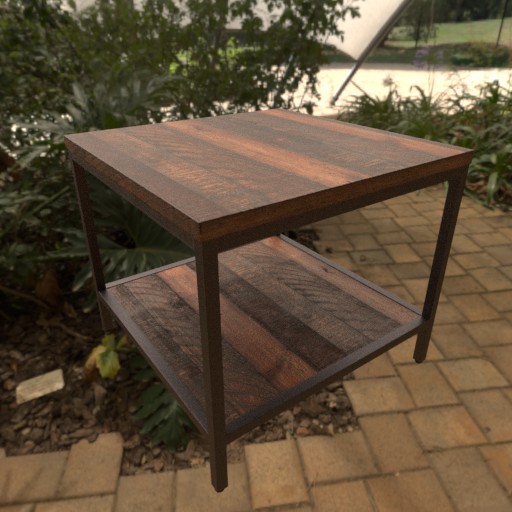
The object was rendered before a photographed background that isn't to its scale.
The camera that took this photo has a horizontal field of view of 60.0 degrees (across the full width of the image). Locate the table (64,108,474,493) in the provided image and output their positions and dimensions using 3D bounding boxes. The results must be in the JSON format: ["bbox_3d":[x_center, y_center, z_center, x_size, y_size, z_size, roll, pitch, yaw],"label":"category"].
[{"bbox_3d":[0.000,0.000,0.942,0.553,0.482,0.548,-19,33,-31],"label":"table"}]
